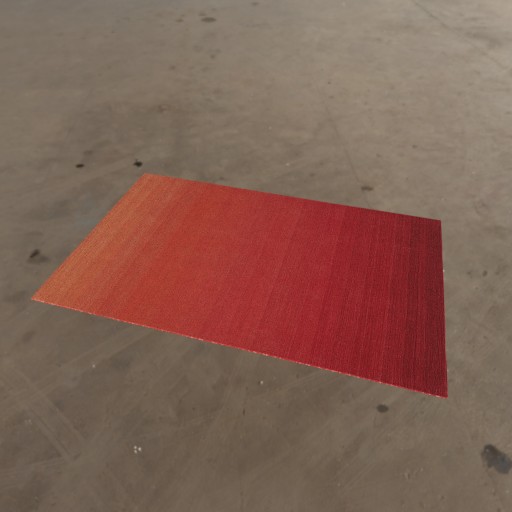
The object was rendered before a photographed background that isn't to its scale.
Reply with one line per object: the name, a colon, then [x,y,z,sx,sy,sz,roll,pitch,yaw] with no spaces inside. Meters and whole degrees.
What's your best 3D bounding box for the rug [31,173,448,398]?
rug: [0.000,0.000,3.016,2.442,0.010,1.531,11,43,12]
